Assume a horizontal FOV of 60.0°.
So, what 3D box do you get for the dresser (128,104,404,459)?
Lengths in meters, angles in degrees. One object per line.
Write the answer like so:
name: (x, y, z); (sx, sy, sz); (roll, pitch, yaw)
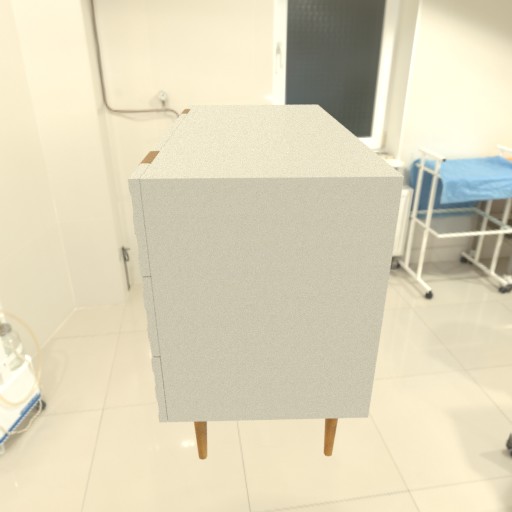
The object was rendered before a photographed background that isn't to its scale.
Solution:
dresser: (0.000, 0.000, 1.282); (0.457, 0.721, 0.905); (-1, 26, -2)
